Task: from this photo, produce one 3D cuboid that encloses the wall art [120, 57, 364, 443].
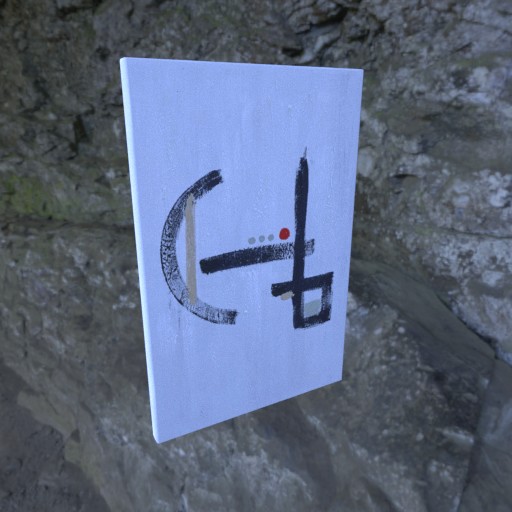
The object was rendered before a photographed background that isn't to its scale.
[{"bbox_3d":[0.000,0.000,1.151,0.602,0.916,0.048,-10,21,-27],"label":"wall art"}]
